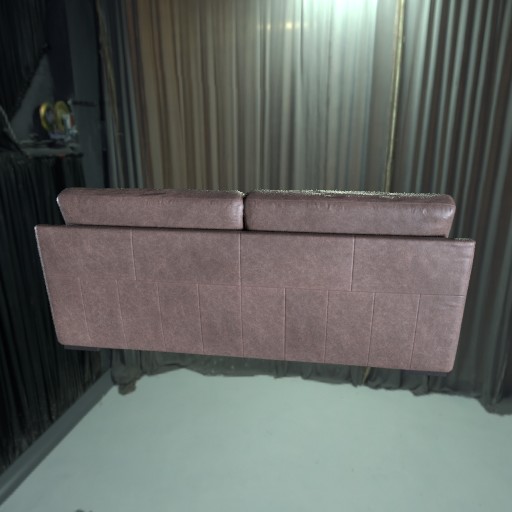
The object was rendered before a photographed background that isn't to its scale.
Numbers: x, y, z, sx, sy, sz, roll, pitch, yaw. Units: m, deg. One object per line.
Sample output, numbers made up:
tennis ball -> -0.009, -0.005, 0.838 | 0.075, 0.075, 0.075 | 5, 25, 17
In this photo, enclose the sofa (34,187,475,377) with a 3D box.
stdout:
sofa -> 0.000, 0.000, 2.769 | 2.261, 0.941, 1.143 | 2, 17, 8
